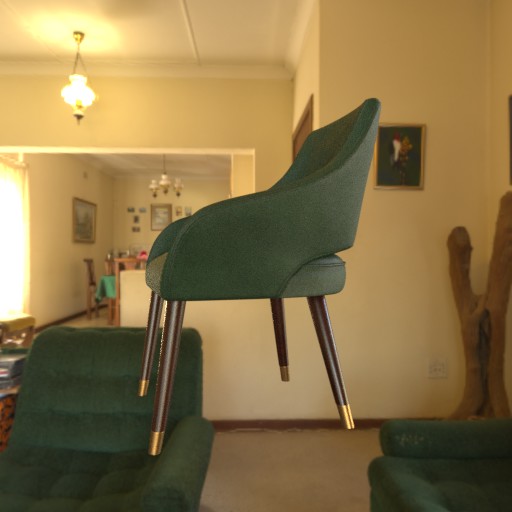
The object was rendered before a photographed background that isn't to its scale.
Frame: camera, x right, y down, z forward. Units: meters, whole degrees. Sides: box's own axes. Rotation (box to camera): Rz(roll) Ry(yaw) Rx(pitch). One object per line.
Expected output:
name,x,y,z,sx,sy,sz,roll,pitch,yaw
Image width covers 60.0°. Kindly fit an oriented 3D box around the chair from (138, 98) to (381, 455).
chair,0.000,0.000,1.588,0.794,1.081,0.683,0,1,-18
